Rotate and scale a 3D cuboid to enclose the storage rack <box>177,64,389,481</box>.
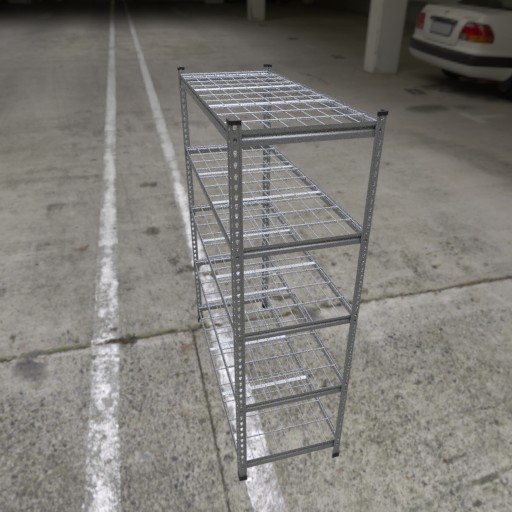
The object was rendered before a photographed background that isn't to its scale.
[{"bbox_3d":[0.000,0.000,2.699,0.610,1.981,1.524,-8,31,-13],"label":"storage rack"}]
